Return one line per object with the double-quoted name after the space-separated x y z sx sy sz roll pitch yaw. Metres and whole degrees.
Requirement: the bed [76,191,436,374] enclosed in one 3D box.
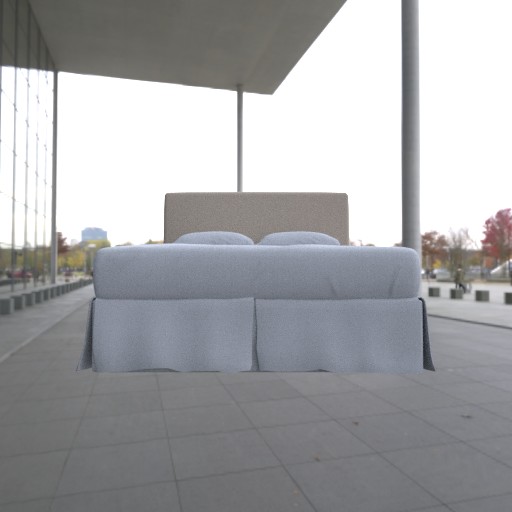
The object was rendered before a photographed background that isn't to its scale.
0.000 0.000 3.359 1.884 1.330 2.142 0 -2 0 "bed"
